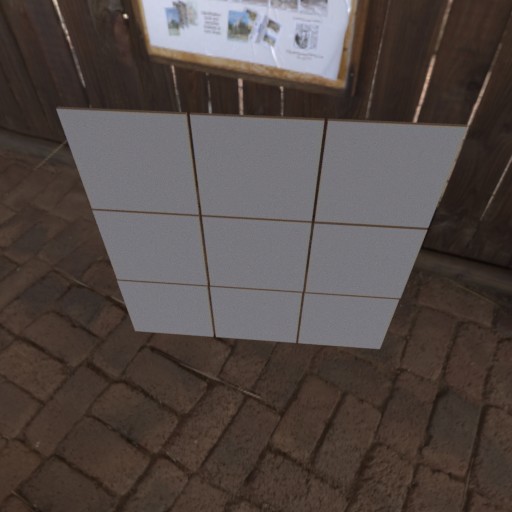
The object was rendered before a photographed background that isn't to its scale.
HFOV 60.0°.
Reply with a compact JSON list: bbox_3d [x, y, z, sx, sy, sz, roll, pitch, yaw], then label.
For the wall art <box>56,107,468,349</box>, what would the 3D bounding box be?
[{"bbox_3d":[0.000,0.000,2.200,1.527,1.521,0.017,4,47,3],"label":"wall art"}]
